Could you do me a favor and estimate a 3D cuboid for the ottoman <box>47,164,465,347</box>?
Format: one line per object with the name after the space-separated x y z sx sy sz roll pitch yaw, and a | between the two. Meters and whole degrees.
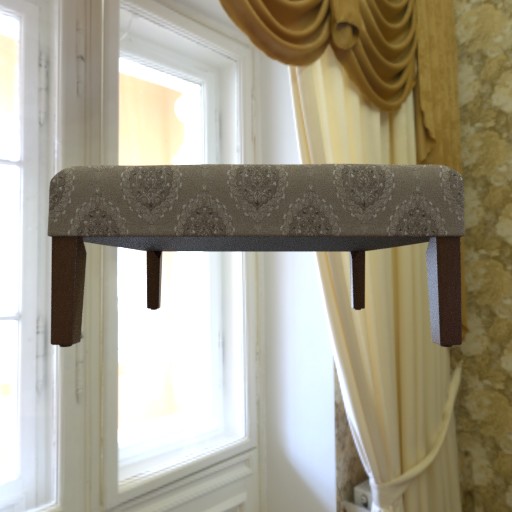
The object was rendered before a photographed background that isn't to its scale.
0.000 0.000 1.374 0.889 0.411 0.890 0 -2 0 | ottoman
